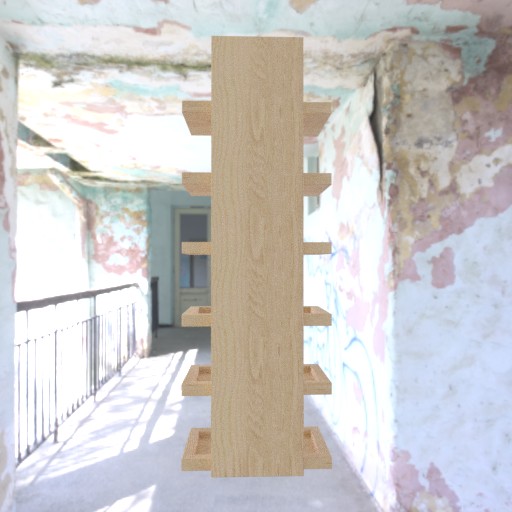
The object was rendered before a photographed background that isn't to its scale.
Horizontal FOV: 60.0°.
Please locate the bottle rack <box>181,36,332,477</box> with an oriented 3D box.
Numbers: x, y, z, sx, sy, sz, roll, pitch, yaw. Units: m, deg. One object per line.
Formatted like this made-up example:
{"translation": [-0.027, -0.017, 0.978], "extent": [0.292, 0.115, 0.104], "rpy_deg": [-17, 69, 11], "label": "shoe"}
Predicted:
{"translation": [0.000, 0.000, 1.053], "extent": [0.330, 0.943, 0.206], "rpy_deg": [0, -1, -2], "label": "bottle rack"}
